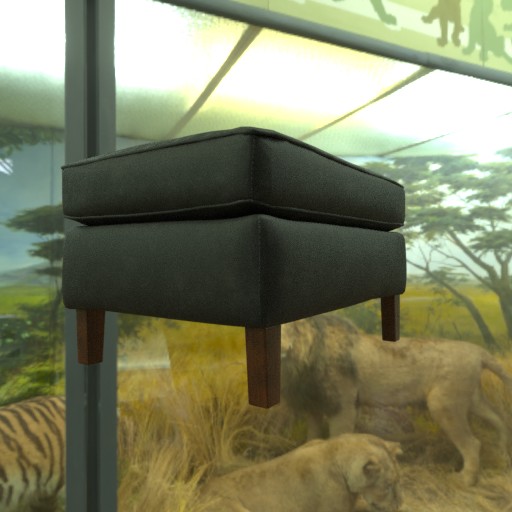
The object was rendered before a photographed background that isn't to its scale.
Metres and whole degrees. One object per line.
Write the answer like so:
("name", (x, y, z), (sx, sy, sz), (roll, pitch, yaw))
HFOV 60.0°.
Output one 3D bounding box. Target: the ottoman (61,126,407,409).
("ottoman", (0.000, 0.000, 0.965), (0.501, 0.413, 0.665), (0, 1, 35))
